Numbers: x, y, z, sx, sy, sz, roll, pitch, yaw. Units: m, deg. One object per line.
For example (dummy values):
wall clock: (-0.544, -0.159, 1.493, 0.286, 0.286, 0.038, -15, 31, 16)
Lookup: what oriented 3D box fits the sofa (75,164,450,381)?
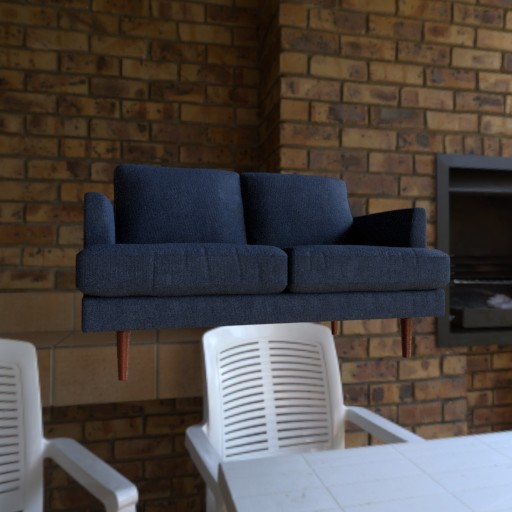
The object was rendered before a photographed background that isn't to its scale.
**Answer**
sofa: (0.000, 0.000, 2.162, 1.582, 0.944, 0.903, 0, -1, -18)
